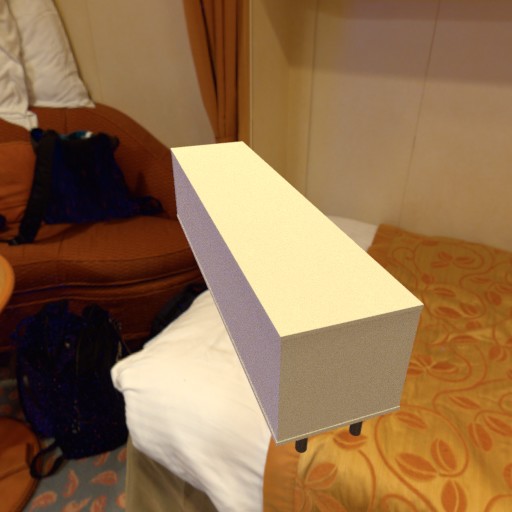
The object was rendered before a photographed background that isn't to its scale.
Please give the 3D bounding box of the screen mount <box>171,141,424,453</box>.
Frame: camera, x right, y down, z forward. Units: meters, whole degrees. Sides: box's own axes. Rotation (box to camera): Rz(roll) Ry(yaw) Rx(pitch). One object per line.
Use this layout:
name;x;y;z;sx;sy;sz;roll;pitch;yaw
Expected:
screen mount;0.000;0.000;1.885;0.418;0.520;1.600;-10;32;-16
